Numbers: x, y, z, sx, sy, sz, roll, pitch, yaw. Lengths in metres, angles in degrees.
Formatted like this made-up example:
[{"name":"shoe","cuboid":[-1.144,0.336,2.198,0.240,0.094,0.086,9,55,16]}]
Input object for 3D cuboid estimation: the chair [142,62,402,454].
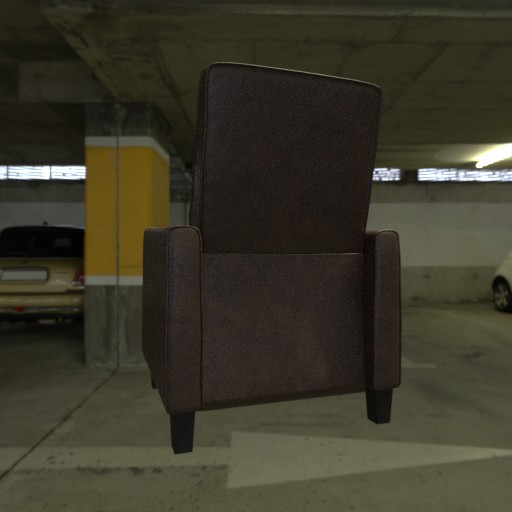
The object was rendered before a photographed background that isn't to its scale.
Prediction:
[{"name":"chair","cuboid":[0.000,0.000,1.524,0.705,1.013,0.746,0,0,-19]}]
